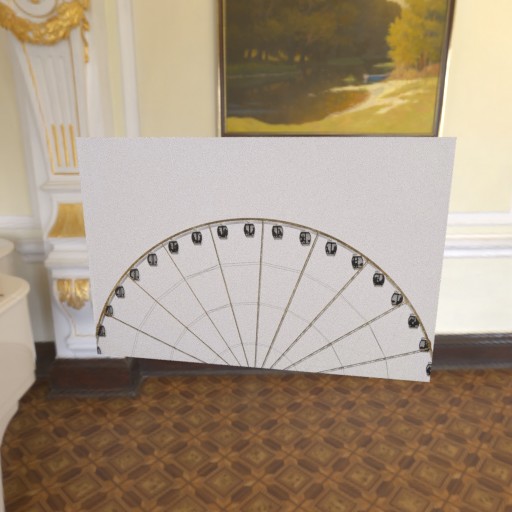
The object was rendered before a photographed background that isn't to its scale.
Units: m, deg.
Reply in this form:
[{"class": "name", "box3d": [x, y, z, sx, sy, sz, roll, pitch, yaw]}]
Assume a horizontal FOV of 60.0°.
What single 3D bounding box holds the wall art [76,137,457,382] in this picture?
[{"class": "wall art", "box3d": [0.000, 0.000, 0.491, 0.384, 0.254, 0.039, 3, 15, 10]}]
